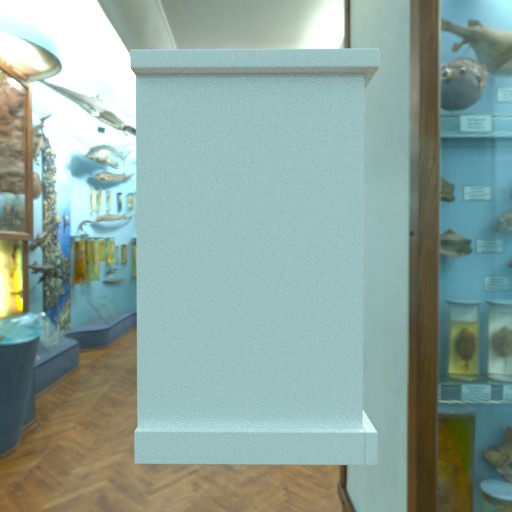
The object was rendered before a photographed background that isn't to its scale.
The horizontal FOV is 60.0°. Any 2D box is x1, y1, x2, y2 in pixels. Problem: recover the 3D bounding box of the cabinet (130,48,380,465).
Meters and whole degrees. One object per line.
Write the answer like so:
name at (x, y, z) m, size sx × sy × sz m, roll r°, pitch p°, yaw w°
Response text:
cabinet at (0.000, 0.000, 1.027) m, size 0.431 × 0.723 × 0.520 m, roll 0°, pitch 1°, yaw 1°
